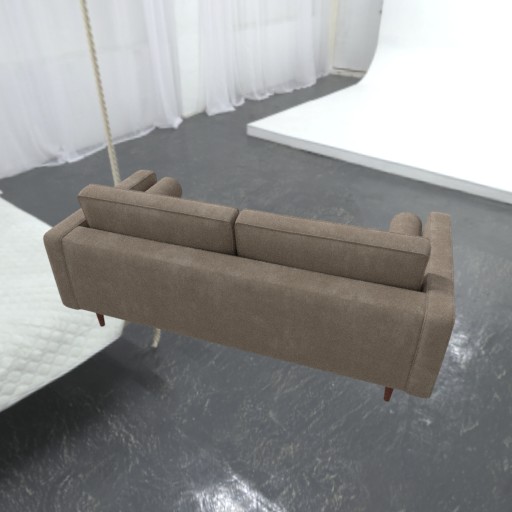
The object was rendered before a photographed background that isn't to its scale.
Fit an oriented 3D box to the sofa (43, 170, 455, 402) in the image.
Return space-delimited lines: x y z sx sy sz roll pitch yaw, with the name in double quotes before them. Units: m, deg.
"sofa" 0.000 0.000 2.305 1.883 0.769 0.920 11 35 16
